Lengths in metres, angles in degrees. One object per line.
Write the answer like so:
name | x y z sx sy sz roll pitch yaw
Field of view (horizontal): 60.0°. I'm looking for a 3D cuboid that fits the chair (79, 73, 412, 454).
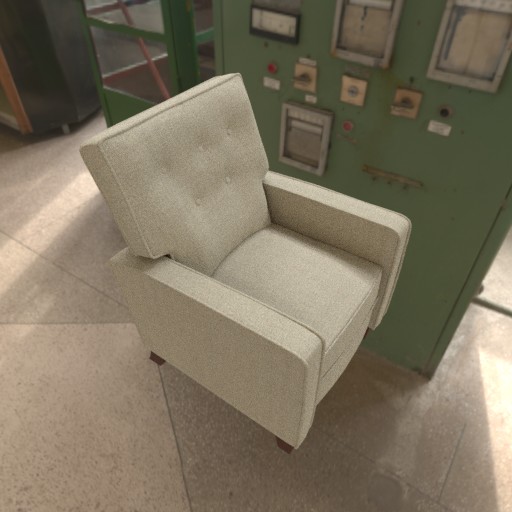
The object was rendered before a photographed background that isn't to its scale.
chair | 0.000 0.000 1.405 0.754 0.888 0.648 26 48 25
